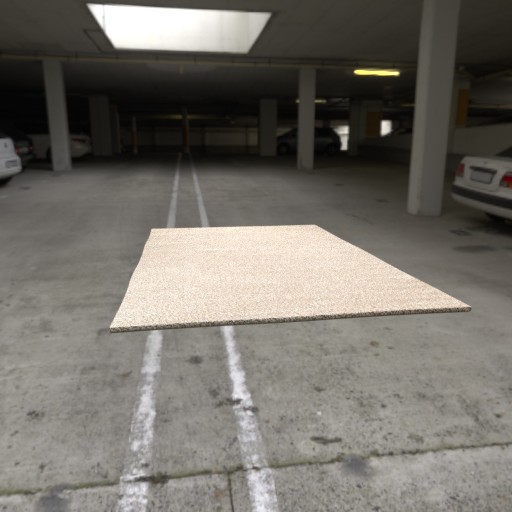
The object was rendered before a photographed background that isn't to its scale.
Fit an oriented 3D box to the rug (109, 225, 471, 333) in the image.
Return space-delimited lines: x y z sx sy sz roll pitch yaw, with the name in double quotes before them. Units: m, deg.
"rug" 0.000 0.000 2.920 1.500 0.025 2.346 -2 13 -9
